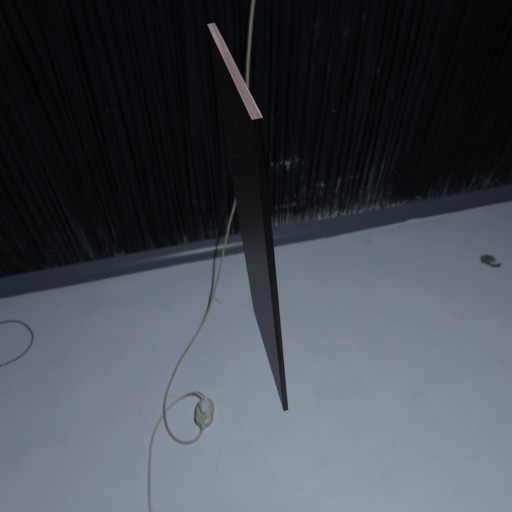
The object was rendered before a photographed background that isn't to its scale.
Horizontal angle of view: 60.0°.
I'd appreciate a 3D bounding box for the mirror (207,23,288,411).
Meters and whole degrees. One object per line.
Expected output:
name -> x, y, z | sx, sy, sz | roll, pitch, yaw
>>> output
mirror -> 0.000, 0.000, 2.314 | 0.221, 2.020, 0.812 | -10, 47, -9
